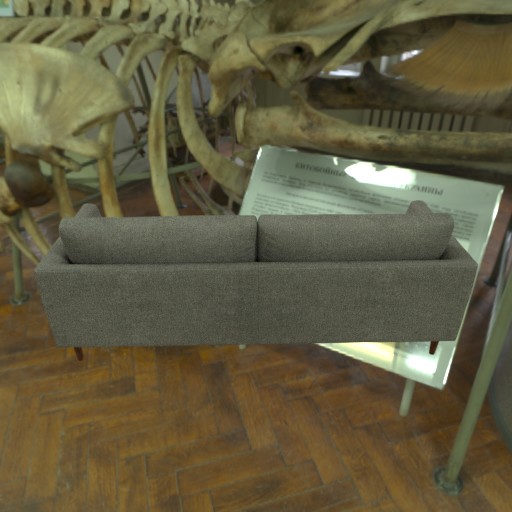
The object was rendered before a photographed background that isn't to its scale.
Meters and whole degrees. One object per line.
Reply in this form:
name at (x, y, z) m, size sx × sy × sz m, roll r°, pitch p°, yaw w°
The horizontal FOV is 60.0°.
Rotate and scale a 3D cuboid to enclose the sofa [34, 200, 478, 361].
sofa at (0.000, 0.000, 2.753) m, size 2.250 × 0.868 × 1.020 m, roll -1°, pitch 31°, yaw -1°
